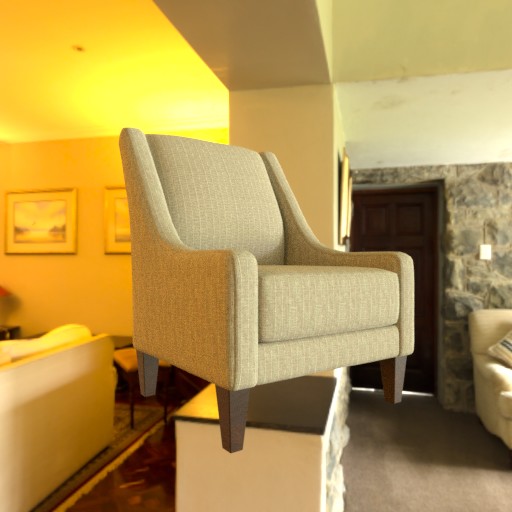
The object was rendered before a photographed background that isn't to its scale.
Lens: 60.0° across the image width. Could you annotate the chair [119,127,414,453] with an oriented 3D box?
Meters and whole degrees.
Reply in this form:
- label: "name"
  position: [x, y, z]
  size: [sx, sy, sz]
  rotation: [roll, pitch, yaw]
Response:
- label: "chair"
  position: [0.000, 0.000, 1.641]
  size: [0.774, 1.014, 0.870]
  rotation: [0, 0, -36]
